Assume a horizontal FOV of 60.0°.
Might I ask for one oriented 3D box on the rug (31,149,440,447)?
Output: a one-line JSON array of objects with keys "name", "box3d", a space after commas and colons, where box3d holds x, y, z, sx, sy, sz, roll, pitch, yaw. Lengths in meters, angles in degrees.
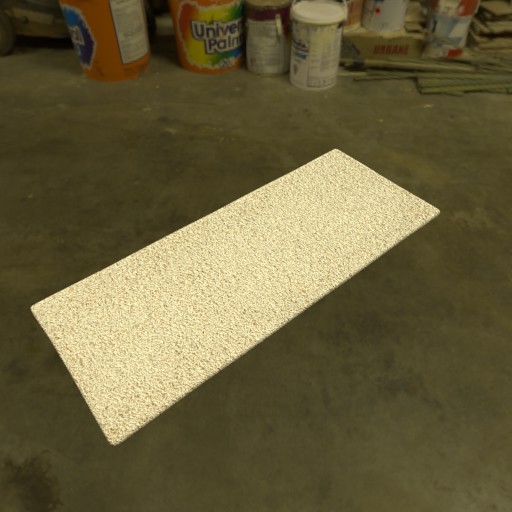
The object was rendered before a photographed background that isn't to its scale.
[{"name": "rug", "box3d": [0.000, 0.000, 1.702, 1.524, 0.030, 0.609, -31, 54, -26]}]
